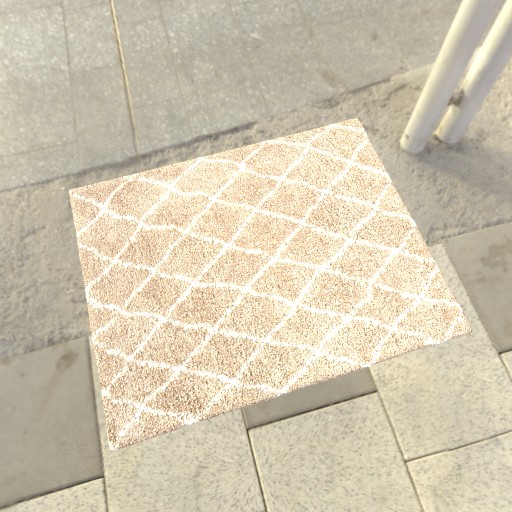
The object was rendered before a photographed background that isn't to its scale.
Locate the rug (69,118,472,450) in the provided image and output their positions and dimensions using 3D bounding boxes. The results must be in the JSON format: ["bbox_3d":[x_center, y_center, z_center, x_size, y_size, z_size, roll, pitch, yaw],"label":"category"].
[{"bbox_3d":[0.000,0.000,4.005,3.047,0.029,2.438,-16,66,-7],"label":"rug"}]
